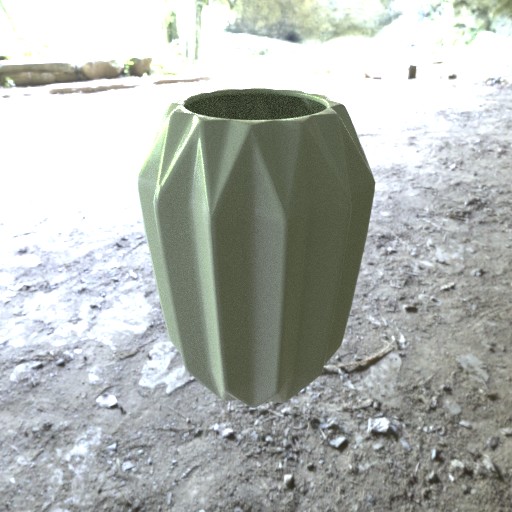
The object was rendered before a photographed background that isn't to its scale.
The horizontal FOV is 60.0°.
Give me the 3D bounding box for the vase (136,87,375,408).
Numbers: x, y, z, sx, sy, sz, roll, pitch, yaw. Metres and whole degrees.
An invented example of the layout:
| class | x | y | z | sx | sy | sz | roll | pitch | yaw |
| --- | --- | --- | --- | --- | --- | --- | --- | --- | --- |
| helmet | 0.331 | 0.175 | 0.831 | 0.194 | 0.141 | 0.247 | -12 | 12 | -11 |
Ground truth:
| class | x | y | z | sx | sy | sz | roll | pitch | yaw |
| --- | --- | --- | --- | --- | --- | --- | --- | --- | --- |
| vase | 0.000 | 0.000 | 0.411 | 0.195 | 0.275 | 0.195 | 0 | 31 | 0 |
